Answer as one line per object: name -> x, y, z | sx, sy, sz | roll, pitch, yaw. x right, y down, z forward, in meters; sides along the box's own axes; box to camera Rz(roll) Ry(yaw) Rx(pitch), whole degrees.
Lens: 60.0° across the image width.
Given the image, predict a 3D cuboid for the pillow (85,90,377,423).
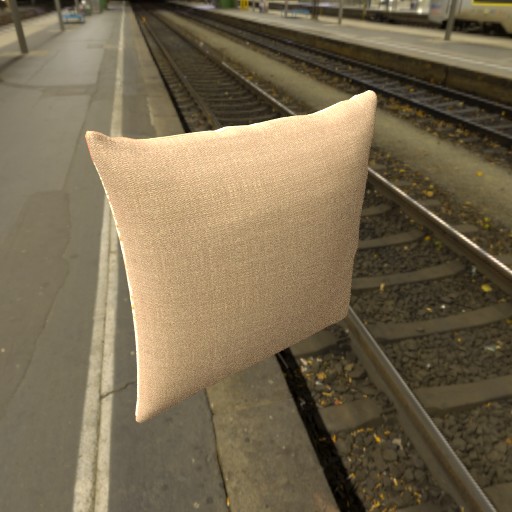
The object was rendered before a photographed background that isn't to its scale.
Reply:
pillow -> 0.000, 0.000, 0.789 | 0.521, 0.519, 0.215 | -20, 36, -30
